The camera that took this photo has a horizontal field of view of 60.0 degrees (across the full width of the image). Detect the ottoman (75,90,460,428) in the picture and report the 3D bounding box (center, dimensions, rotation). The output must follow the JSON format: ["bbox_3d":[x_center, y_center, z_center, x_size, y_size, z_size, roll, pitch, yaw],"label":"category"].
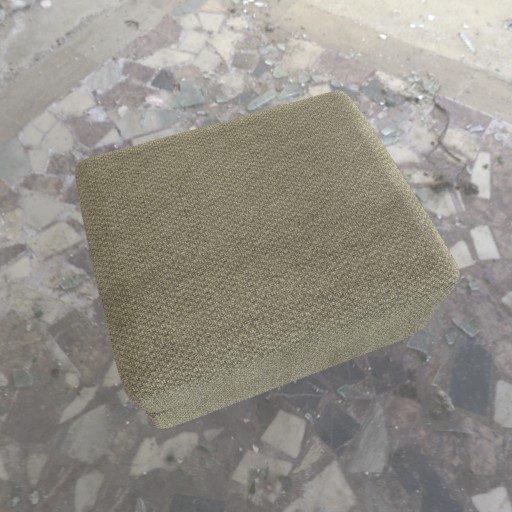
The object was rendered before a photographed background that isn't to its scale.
[{"bbox_3d":[0.000,0.000,1.137,0.751,0.476,0.603,-18,64,-9],"label":"ottoman"}]
